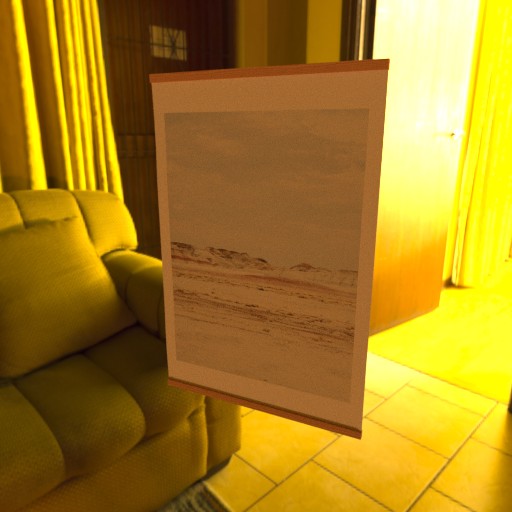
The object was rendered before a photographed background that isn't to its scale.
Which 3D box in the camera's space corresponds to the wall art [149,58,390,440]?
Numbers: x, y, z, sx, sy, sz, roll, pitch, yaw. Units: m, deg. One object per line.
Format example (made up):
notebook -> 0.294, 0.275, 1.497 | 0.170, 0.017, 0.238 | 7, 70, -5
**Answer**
wall art -> 0.000, 0.000, 1.929 | 1.011, 1.521, 0.025 | 7, 17, 24
